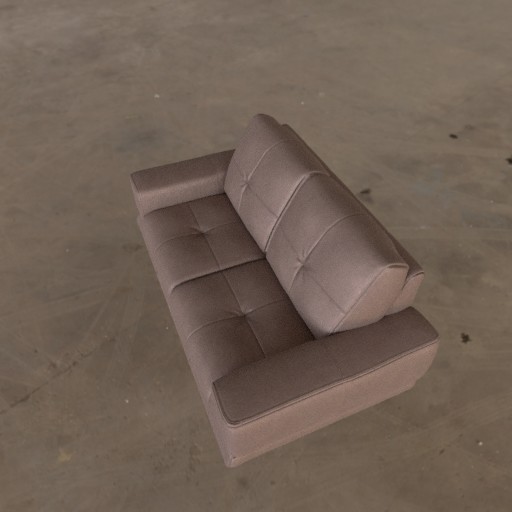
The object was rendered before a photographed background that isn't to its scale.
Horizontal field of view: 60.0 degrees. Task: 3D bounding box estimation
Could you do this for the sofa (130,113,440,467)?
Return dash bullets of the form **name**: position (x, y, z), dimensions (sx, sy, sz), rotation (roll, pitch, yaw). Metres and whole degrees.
- **sofa**: position (0.000, 0.000, 2.394), dimensions (1.018, 0.907, 1.806), rotation (-17, 48, -16)
